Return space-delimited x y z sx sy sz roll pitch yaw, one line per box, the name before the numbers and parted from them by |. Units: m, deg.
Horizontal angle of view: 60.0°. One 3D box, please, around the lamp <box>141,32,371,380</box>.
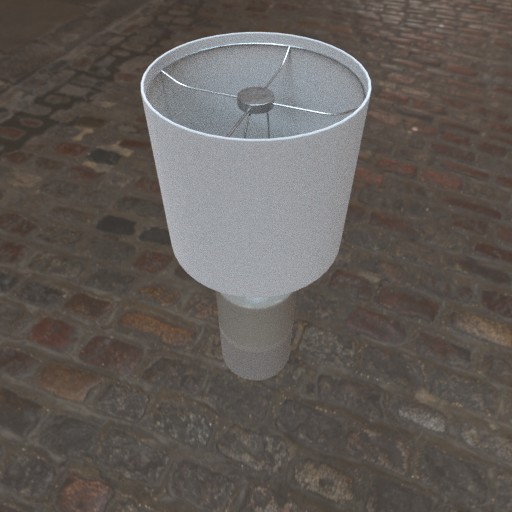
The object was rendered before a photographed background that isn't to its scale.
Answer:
lamp | 0.000 0.000 0.594 0.212 0.493 0.212 16 49 14
